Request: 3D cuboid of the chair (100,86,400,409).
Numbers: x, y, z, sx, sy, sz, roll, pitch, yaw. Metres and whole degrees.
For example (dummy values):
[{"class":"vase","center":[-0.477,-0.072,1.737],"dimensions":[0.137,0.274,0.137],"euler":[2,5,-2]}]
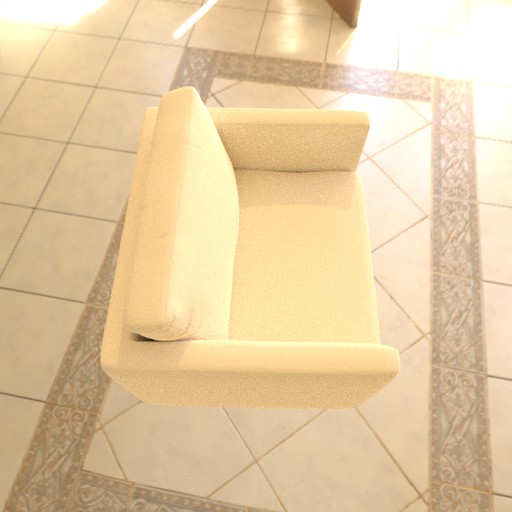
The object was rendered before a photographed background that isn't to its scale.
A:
[{"class":"chair","center":[0.000,0.000,1.671],"dimensions":[0.878,0.885,1.019],"euler":[1,63,1]}]
